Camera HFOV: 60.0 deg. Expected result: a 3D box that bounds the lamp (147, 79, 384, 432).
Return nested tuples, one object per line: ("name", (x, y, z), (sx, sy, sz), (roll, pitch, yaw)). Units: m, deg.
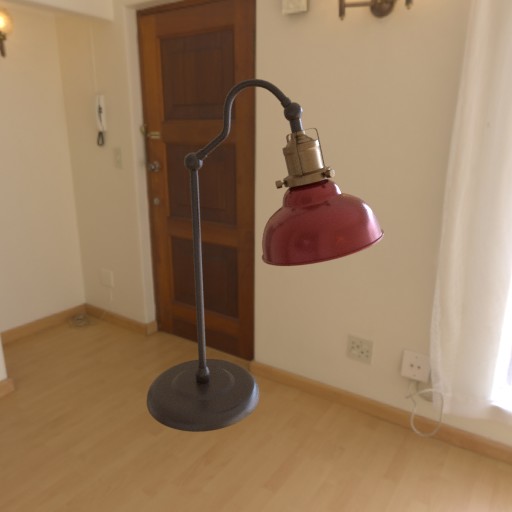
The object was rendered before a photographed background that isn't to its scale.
("lamp", (0.000, 0.000, 0.681), (0.374, 0.508, 0.192), (2, 16, 9))
